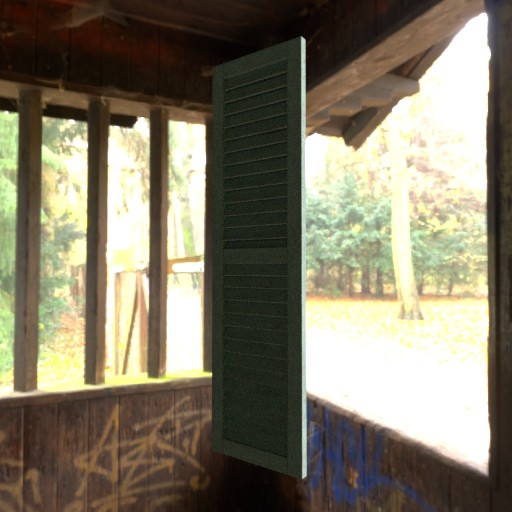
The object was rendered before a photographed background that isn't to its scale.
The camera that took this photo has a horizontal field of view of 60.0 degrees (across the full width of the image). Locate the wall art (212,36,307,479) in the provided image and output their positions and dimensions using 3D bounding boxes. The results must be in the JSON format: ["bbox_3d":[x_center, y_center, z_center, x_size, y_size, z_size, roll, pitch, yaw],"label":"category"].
[{"bbox_3d":[0.000,0.000,1.325,0.329,1.219,0.025,-1,-2,36],"label":"wall art"}]
